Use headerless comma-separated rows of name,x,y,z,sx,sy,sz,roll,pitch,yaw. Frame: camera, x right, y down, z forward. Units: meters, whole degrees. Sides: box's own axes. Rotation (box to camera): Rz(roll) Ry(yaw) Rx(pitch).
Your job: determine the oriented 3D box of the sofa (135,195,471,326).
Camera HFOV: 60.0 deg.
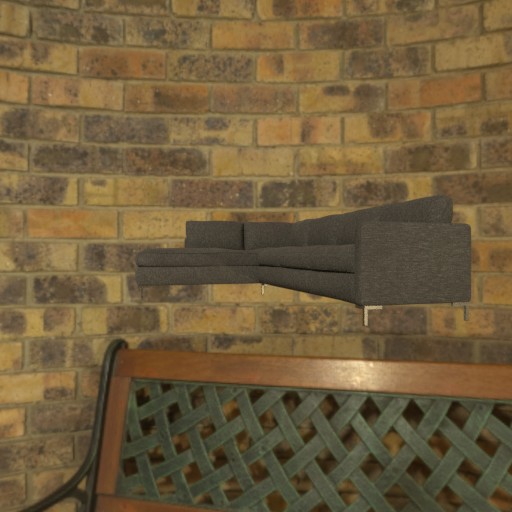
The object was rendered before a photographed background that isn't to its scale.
sofa,0.000,0.000,3.909,2.007,0.815,2.949,0,0,-17
